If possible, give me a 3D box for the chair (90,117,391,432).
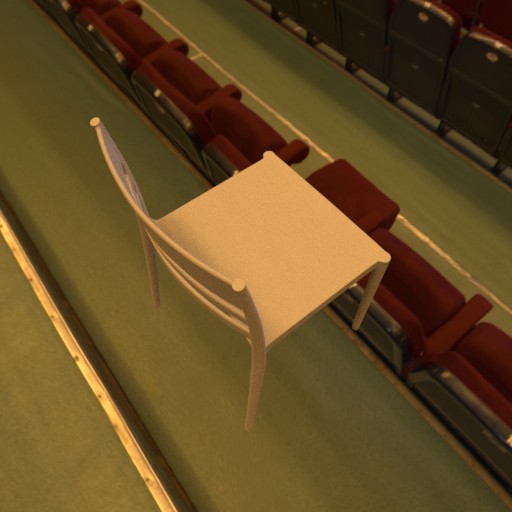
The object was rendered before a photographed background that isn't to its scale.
[{"bbox_3d":[0.000,0.000,1.147,0.511,0.800,0.531,-34,63,-20],"label":"chair"}]
